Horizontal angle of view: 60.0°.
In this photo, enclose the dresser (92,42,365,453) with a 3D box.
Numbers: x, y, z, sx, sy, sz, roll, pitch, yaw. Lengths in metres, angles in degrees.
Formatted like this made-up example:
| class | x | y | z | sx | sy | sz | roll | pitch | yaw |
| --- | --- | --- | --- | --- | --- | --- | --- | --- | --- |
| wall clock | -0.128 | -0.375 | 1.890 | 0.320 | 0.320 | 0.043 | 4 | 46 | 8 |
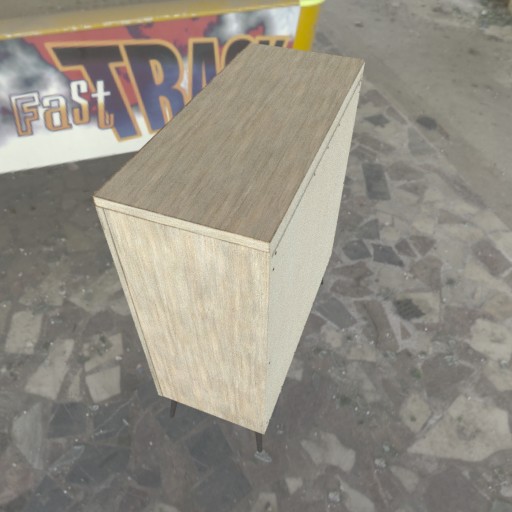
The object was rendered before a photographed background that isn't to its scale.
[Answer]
| class | x | y | z | sx | sy | sz | roll | pitch | yaw |
| --- | --- | --- | --- | --- | --- | --- | --- | --- | --- |
| dresser | 0.000 | 0.000 | 1.757 | 0.457 | 1.219 | 1.016 | 15 | 48 | 14 |
